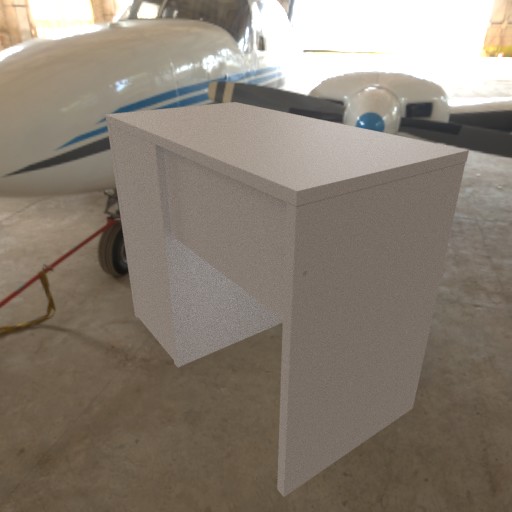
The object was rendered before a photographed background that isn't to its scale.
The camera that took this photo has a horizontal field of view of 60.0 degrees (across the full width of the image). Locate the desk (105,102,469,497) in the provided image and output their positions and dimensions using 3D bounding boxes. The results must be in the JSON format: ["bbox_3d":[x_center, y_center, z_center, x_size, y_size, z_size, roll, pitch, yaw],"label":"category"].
[{"bbox_3d":[0.000,0.000,1.300,0.482,0.730,0.898,-18,32,-31],"label":"desk"}]
